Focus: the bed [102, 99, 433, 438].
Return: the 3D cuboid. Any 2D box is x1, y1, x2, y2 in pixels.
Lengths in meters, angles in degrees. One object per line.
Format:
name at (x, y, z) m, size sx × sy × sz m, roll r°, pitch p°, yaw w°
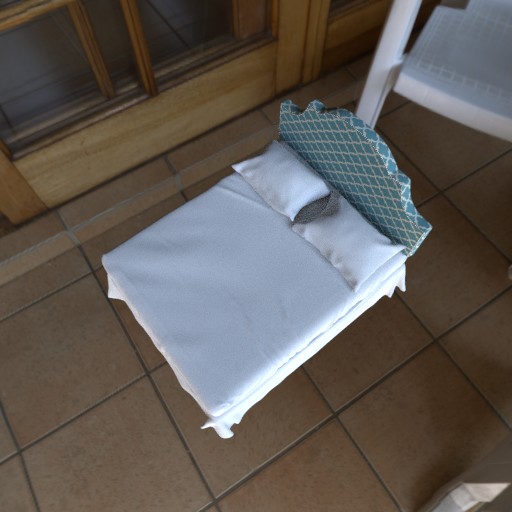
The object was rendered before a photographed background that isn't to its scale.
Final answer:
bed at (0.000, 0.000, 3.505) m, size 2.222 × 1.633 × 1.780 m, roll -36°, pitch 69°, yaw -16°
